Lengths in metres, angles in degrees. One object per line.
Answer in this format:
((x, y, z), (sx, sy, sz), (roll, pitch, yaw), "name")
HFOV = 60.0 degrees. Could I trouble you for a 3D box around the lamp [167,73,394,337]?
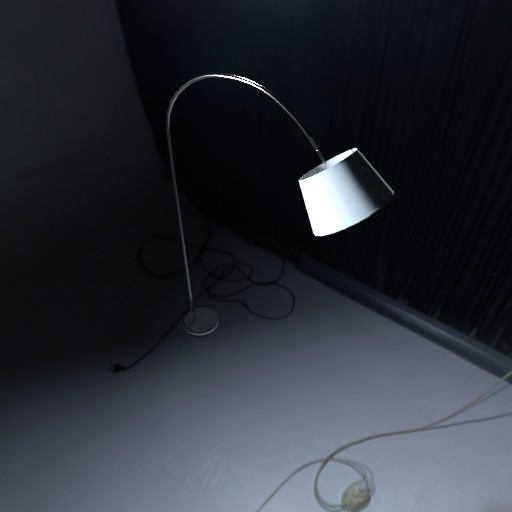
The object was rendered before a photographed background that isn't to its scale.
((0.000, 0.000, 2.696), (1.445, 2.098, 0.406), (27, 48, 27), "lamp")
